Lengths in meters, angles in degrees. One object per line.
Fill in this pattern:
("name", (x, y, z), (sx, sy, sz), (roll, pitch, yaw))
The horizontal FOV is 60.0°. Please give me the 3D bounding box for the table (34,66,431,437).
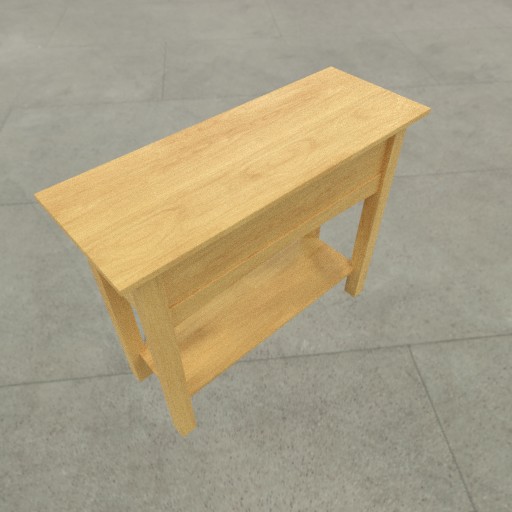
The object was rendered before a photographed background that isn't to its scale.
("table", (0.000, 0.000, 1.275), (0.900, 0.728, 0.340), (-33, 54, -28))
